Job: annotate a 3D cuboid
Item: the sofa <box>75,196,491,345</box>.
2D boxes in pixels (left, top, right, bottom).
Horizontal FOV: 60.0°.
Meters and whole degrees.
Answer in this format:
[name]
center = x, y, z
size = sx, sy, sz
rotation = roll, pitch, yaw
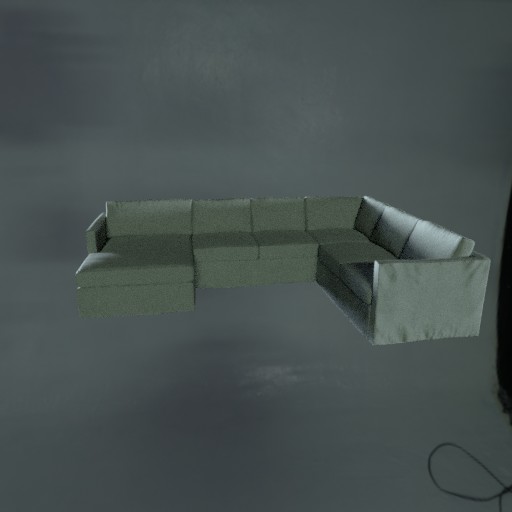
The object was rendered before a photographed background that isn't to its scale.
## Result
[sofa]
center = 0.000, 0.000, 4.489
size = 3.434, 0.869, 2.440
rotation = -3, 17, -9
